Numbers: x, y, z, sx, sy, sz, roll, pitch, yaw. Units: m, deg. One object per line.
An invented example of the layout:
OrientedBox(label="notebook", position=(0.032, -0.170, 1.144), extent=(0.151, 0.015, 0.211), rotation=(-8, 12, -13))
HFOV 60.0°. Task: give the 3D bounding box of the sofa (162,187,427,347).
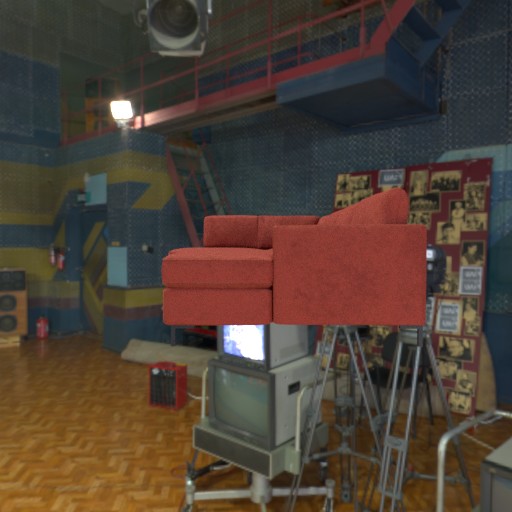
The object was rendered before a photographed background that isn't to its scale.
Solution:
OrientedBox(label="sofa", position=(0.000, 0.000, 4.305), extent=(2.055, 0.992, 3.434), rotation=(0, 1, 1))
